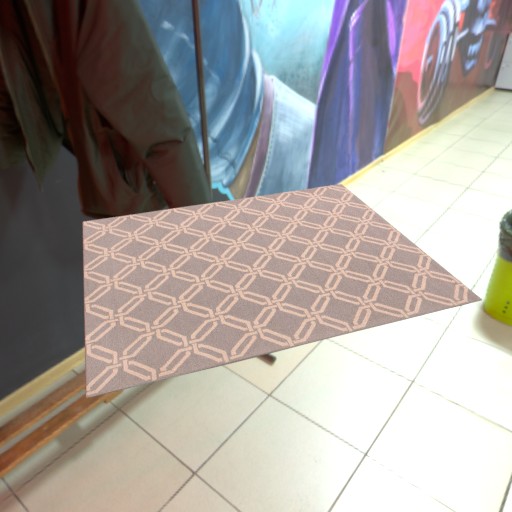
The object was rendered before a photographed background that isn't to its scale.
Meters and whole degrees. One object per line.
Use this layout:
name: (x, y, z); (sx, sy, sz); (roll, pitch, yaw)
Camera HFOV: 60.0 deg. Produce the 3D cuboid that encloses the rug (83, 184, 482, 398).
rug: (0.000, 0.000, 3.918); (2.895, 0.018, 2.288); (-10, 34, -16)
